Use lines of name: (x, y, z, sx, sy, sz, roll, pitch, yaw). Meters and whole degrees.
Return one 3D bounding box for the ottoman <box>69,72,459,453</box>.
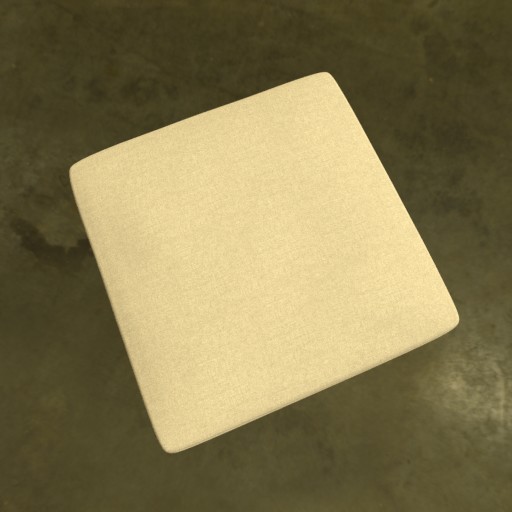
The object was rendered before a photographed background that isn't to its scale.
ottoman: (0.000, 0.000, 1.346, 0.840, 0.436, 0.843, -22, 77, -5)
